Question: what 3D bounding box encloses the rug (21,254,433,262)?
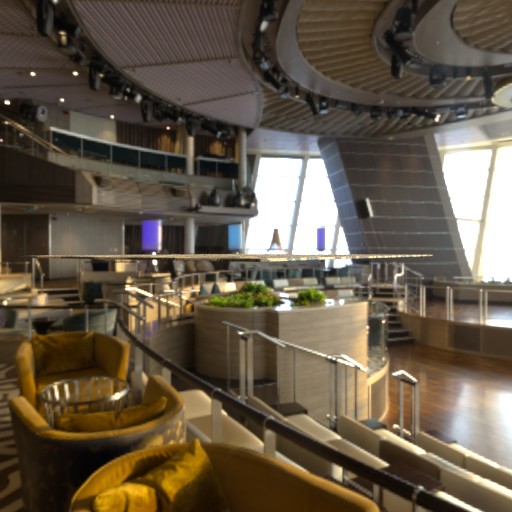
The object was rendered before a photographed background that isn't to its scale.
[{"bbox_3d":[0.000,0.000,2.935,1.676,0.013,2.261,0,1,36],"label":"rug"}]
